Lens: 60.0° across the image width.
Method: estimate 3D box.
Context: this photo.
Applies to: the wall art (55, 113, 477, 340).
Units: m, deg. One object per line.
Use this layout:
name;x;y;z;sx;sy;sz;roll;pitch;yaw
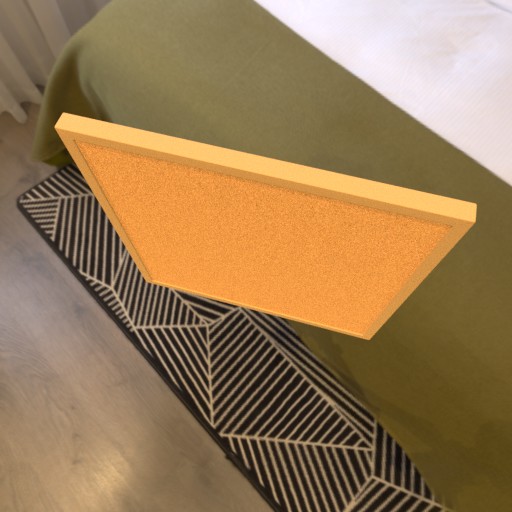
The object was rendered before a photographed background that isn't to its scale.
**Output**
wall art;0.000;0.000;1.125;0.761;0.761;0.037;14;65;6
